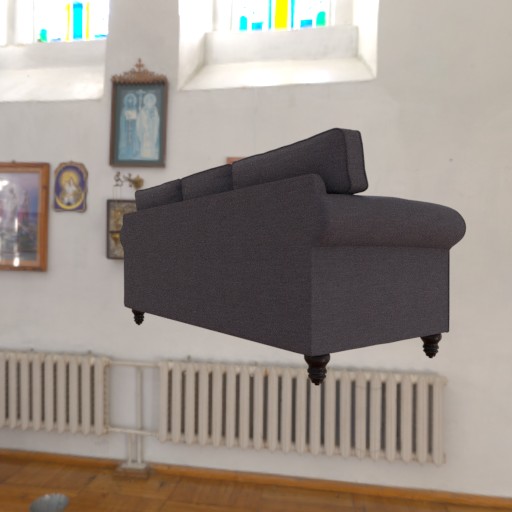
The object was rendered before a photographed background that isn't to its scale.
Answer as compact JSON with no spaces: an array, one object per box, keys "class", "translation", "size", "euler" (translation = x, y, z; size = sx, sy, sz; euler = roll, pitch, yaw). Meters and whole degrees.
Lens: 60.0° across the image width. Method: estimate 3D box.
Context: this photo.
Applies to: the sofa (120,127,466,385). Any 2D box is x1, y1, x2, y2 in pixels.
[{"class":"sofa","translation":[0.000,0.000,2.594],"size":[0.909,0.966,2.084],"euler":[0,0,-36]}]
